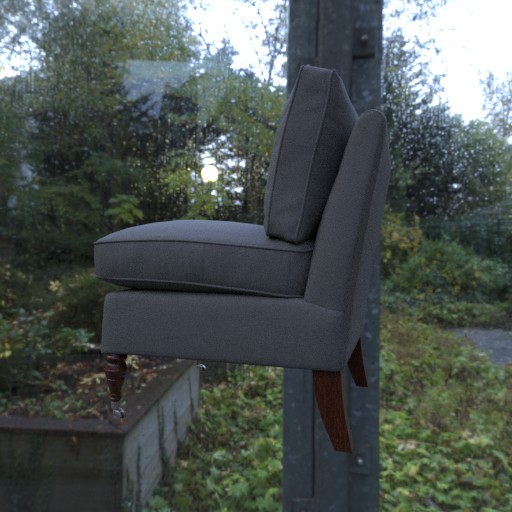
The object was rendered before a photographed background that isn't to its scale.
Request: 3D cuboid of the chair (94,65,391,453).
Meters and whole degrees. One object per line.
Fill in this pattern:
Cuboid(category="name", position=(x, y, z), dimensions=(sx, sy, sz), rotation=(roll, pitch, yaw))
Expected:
Cuboid(category="chair", position=(0.000, 0.000, 1.605), dimensions=(0.924, 1.045, 0.724), rotation=(0, 0, 18))
